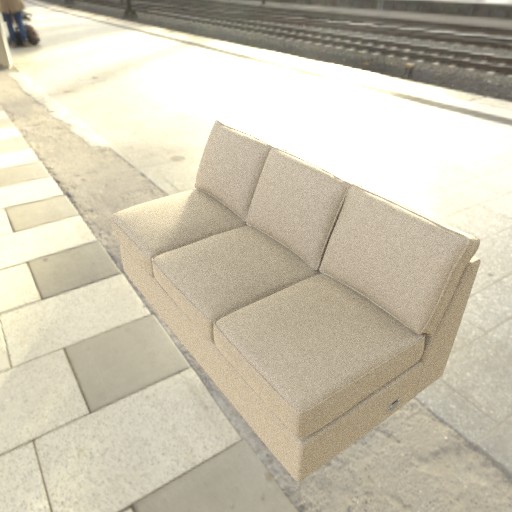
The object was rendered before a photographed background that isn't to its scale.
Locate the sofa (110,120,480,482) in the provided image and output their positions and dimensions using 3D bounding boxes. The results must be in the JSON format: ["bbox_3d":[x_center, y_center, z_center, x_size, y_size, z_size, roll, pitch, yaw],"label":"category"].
[{"bbox_3d":[0.000,0.000,2.486,1.027,0.973,1.962,-21,38,-29],"label":"sofa"}]
